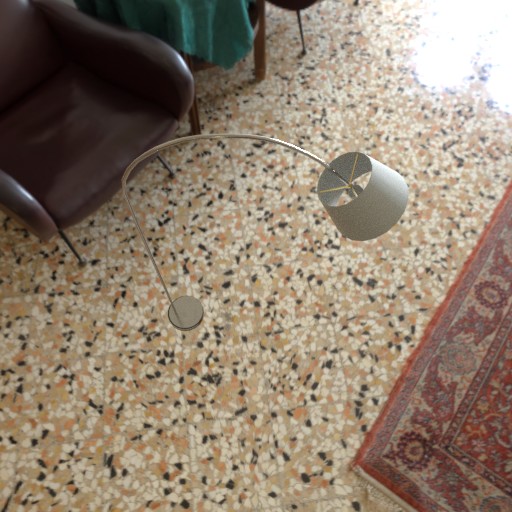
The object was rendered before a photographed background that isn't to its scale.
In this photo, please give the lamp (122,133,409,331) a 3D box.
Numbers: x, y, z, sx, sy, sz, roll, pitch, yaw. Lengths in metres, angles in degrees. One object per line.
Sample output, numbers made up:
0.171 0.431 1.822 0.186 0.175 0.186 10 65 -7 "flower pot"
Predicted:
0.000 0.000 2.728 1.445 2.098 0.406 1 62 1 "lamp"
